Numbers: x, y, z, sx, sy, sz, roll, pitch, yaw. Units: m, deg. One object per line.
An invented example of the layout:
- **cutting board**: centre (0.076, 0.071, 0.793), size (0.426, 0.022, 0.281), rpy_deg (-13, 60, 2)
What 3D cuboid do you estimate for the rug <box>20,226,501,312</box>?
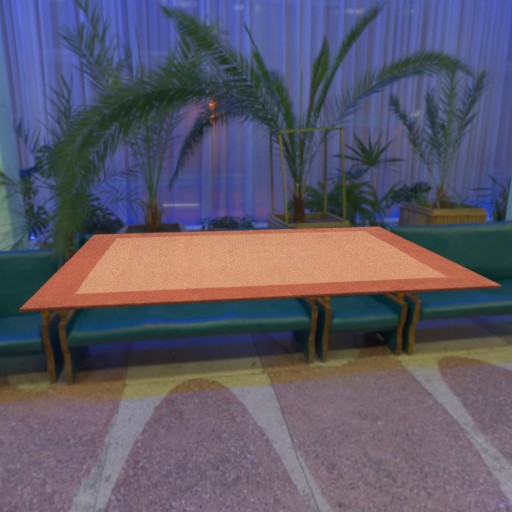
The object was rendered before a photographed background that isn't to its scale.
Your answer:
- **rug**: centre (0.000, 0.000, 2.244), size (1.829, 0.014, 1.219), rpy_deg (-2, 15, -8)
